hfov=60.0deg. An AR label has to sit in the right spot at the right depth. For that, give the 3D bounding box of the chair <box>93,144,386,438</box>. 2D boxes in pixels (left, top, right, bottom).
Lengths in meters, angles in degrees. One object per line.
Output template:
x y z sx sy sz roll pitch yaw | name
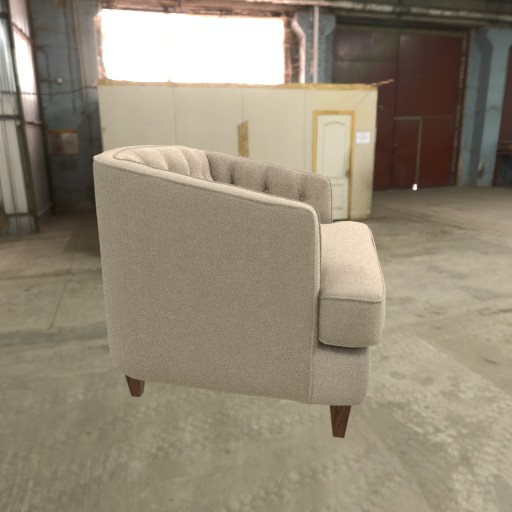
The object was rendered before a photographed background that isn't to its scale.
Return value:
0.000 0.000 1.763 0.941 0.852 1.104 3 15 11 | chair
